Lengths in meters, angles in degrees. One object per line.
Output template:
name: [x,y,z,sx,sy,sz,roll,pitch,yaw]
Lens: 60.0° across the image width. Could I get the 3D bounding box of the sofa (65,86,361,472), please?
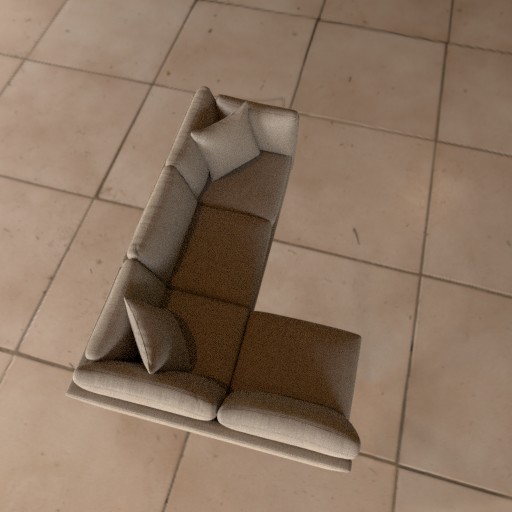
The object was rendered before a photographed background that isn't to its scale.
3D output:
sofa: [0.000,0.000,3.723,1.994,0.978,2.896,13,64,6]
